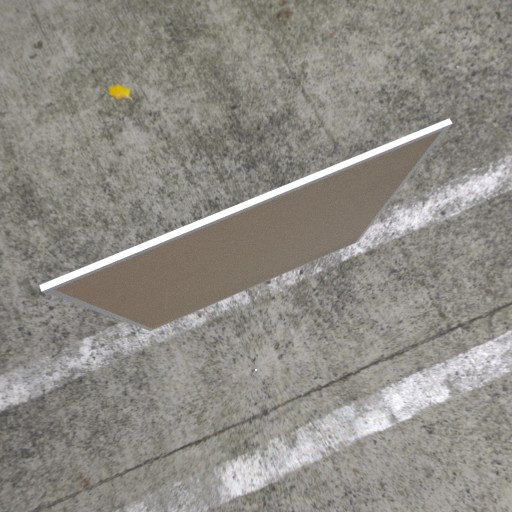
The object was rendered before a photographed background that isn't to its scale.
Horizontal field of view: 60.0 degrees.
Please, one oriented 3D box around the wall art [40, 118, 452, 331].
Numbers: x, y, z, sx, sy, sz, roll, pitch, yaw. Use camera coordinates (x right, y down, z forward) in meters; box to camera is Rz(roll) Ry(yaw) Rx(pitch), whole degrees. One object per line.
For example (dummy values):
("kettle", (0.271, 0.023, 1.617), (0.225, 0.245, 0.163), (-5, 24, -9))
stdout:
("wall art", (0.000, 0.000, 0.673), (0.456, 0.456, 0.007), (-23, 77, -6))
